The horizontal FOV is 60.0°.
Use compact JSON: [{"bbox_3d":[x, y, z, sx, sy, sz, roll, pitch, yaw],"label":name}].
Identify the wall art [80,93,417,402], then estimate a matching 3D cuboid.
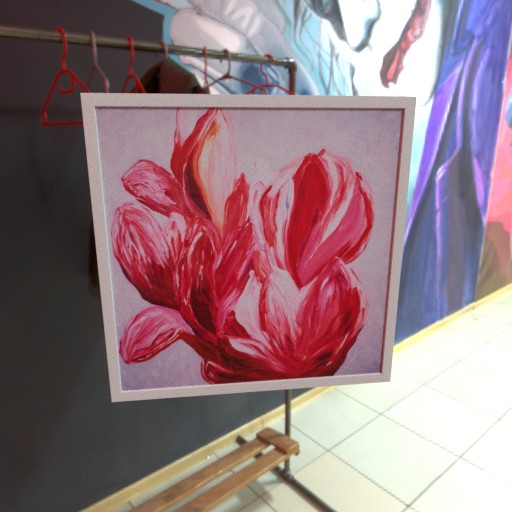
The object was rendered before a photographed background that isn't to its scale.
[{"bbox_3d":[0.000,0.000,1.173,0.805,0.803,0.022,-2,16,-7],"label":"wall art"}]
